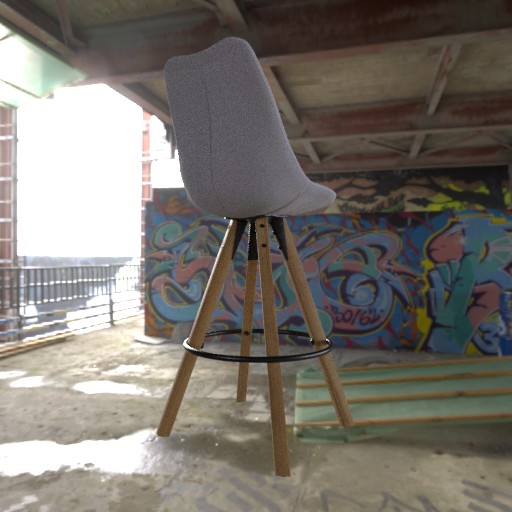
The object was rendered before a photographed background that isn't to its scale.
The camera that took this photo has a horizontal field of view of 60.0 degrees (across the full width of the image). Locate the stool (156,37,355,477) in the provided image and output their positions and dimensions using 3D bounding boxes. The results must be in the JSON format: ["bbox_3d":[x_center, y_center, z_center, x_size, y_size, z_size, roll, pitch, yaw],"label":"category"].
[{"bbox_3d":[0.000,0.000,1.404,0.484,1.115,0.550,0,0,35],"label":"stool"}]
